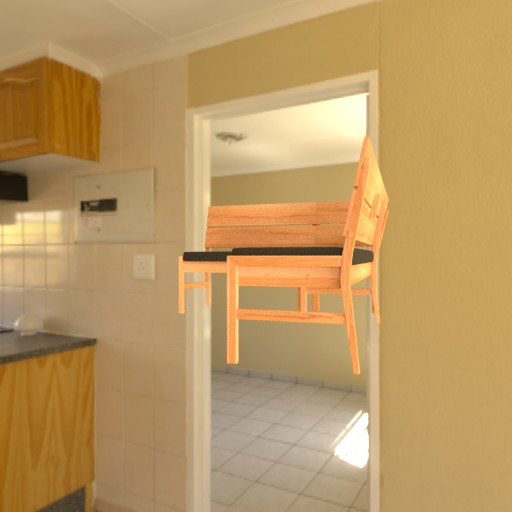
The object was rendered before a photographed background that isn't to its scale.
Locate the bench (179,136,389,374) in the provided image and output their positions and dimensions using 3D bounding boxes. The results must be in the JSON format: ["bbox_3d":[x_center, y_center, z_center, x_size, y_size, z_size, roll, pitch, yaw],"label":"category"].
[{"bbox_3d":[0.000,0.000,2.816,1.548,0.890,1.948,0,0,19],"label":"bench"}]
